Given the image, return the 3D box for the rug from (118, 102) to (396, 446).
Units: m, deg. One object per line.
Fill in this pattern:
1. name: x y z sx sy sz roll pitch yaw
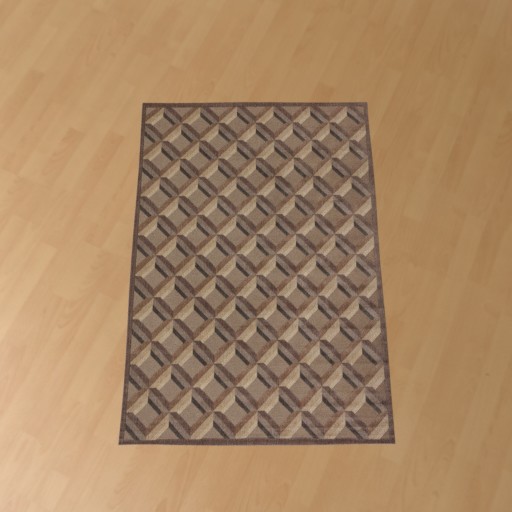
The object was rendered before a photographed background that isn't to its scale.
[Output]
1. rug: 0.000 0.000 2.845 1.600 0.013 2.260 0 75 0
